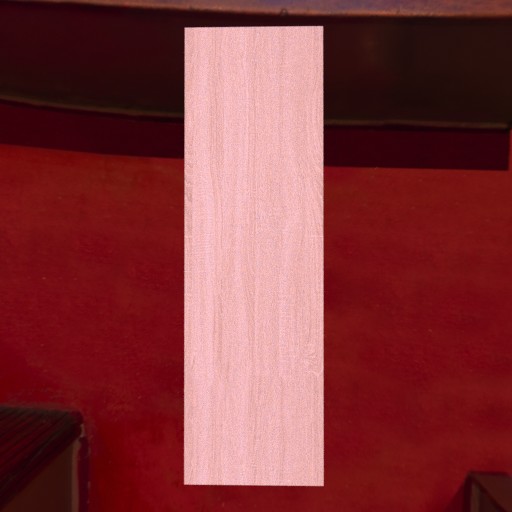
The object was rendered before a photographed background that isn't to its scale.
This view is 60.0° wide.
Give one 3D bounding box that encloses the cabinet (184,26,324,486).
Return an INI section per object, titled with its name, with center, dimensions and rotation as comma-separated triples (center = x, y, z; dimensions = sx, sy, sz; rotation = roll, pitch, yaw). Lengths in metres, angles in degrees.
[cabinet]
center = 0.000, 0.000, 1.985
dimensions = 0.500, 0.780, 1.649
rotation = 0, 89, 1
